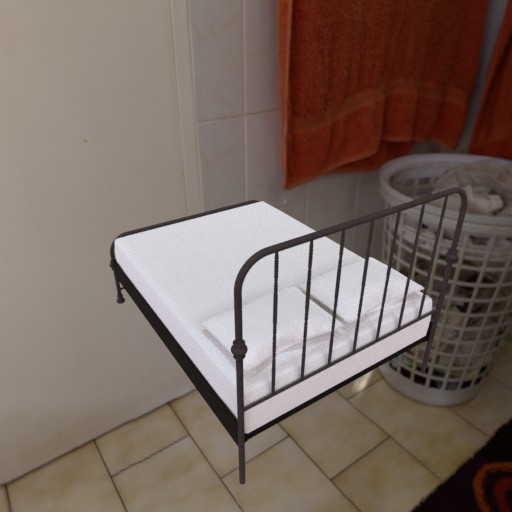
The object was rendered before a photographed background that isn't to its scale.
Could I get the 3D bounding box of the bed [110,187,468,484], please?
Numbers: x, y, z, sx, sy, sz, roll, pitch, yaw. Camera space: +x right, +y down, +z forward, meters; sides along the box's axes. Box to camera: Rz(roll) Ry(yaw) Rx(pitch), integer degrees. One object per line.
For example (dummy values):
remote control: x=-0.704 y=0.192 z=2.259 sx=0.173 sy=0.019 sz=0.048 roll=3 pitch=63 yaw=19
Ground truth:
bed: x=0.000 y=0.000 z=3.236 sx=1.616 sy=1.446 sz=2.134 roll=-18 pitch=34 yaw=-29
